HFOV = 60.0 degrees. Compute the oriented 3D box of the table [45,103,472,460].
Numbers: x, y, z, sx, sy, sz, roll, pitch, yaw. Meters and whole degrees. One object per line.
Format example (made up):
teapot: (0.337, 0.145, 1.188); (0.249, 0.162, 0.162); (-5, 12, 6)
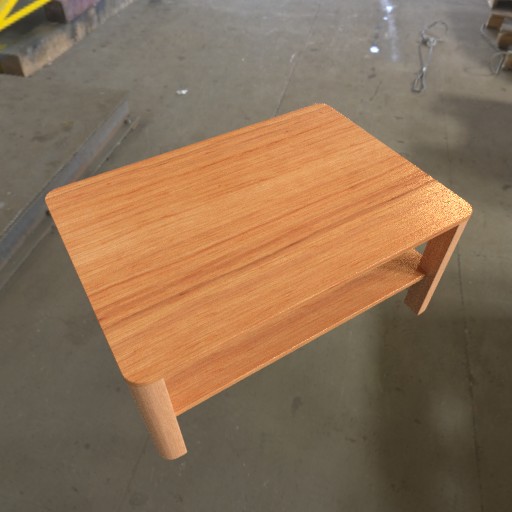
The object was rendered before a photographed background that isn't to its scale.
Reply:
table: (0.000, 0.000, 1.391); (0.997, 0.445, 0.696); (-24, 52, -21)
